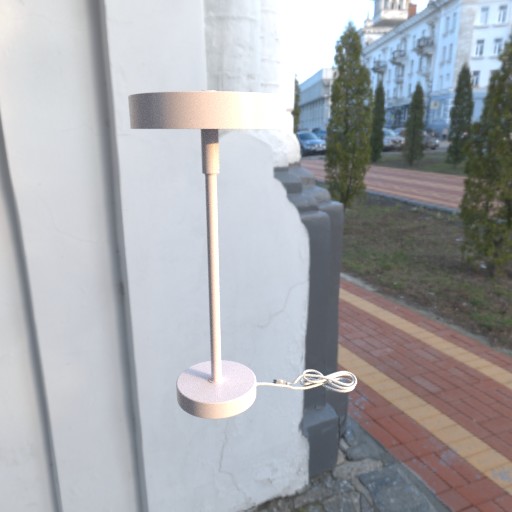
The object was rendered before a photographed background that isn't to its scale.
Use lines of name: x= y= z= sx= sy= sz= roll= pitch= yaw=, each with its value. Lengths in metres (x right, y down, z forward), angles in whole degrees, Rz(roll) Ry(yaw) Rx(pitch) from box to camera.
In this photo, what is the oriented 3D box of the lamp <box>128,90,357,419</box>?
lamp: x=0.000 y=0.000 z=0.729 sx=0.369 sy=0.508 sz=0.229 roll=-2 pitch=16 yaw=-7
